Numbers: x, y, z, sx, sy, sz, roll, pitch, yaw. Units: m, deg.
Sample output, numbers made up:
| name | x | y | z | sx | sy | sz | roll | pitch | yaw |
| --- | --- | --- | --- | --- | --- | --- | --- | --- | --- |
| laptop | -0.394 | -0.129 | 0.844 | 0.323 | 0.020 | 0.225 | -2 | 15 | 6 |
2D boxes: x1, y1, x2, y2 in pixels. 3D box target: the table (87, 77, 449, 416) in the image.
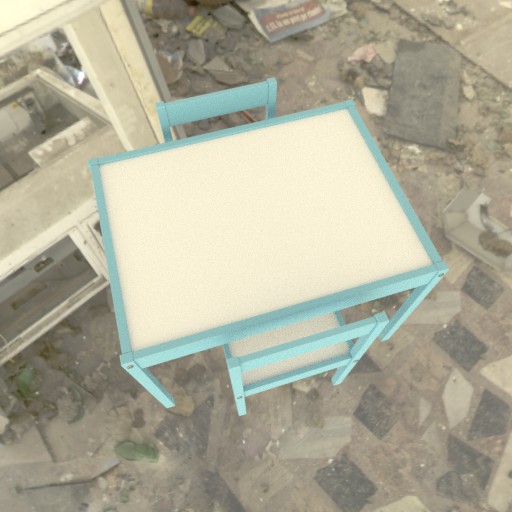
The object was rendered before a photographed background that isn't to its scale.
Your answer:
| name | x | y | z | sx | sy | sz | roll | pitch | yaw |
| --- | --- | --- | --- | --- | --- | --- | --- | --- | --- |
| table | 0.000 | 0.000 | 1.101 | 0.639 | 0.503 | 0.633 | -15 | 63 | -8 |
